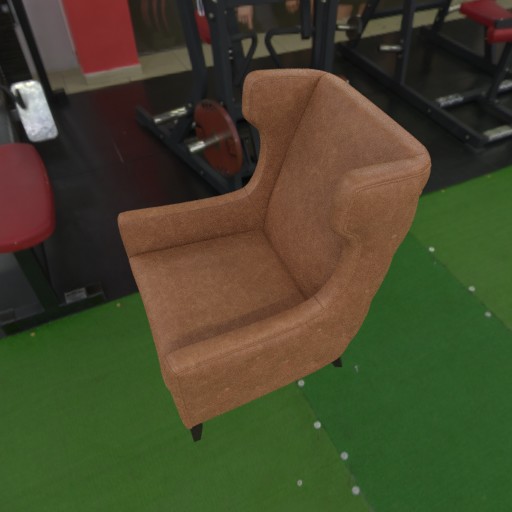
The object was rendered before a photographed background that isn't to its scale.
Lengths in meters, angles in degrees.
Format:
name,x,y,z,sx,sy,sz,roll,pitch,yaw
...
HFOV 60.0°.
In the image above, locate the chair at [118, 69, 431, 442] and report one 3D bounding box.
name,x,y,z,sx,sy,sz,roll,pitch,yaw
chair,0.000,0.000,1.654,0.899,1.079,0.766,-17,49,-16
